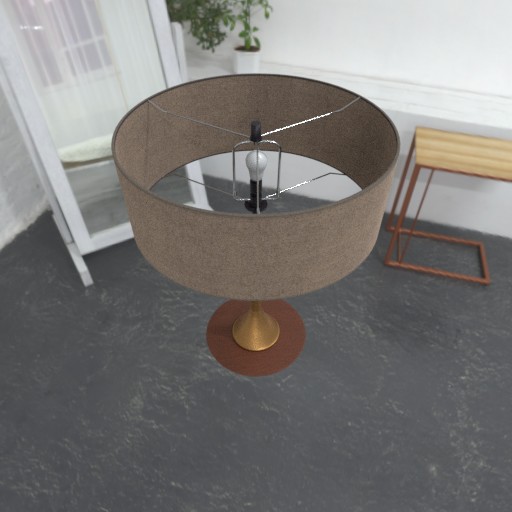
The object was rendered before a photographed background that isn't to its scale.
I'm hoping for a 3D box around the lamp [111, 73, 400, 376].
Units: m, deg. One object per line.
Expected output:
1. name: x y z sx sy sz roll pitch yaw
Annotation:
1. lamp: 0.000 0.000 0.842 0.417 0.551 0.396 -2 45 -2
